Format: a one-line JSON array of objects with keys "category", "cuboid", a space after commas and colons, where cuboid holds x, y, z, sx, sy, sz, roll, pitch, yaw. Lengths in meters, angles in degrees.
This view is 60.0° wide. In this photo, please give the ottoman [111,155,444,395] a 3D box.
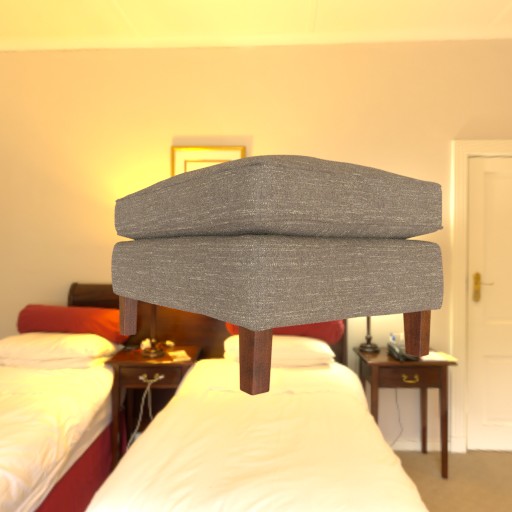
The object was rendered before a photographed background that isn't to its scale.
[{"category": "ottoman", "cuboid": [0.000, 0.000, 1.034, 0.508, 0.406, 0.686, -1, 1, -35]}]
